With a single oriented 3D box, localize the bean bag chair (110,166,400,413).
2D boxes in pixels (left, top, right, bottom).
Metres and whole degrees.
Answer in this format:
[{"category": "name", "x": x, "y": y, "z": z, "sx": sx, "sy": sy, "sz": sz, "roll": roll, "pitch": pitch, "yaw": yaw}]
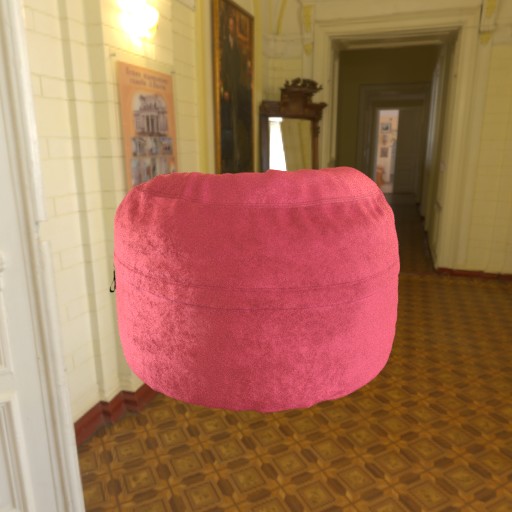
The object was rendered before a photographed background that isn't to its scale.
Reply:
[{"category": "bean bag chair", "x": 0.000, "y": 0.000, "z": 1.945, "sx": 1.218, "sy": 0.788, "sz": 1.218, "roll": 0, "pitch": 14, "yaw": 0}]
